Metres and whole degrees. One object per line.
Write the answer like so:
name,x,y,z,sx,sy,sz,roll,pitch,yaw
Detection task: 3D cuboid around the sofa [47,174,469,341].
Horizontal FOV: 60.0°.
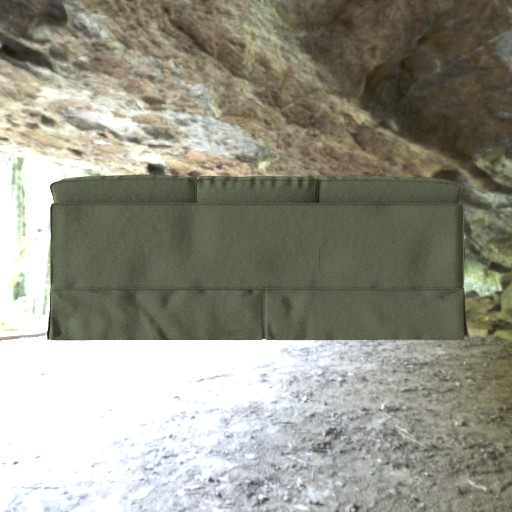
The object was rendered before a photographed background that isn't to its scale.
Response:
sofa,0.000,0.000,3.378,2.475,0.978,1.733,0,0,-1
